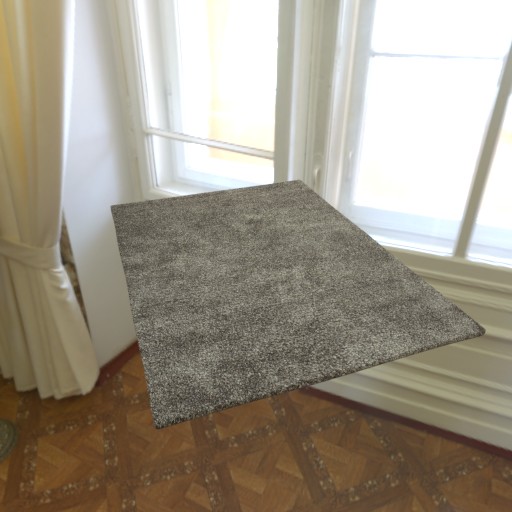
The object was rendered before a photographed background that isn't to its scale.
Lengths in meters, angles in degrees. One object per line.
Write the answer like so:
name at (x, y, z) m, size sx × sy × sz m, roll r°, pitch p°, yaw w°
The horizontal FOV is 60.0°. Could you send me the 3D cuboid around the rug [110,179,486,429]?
rug at (0.000, 0.000, 2.081) m, size 1.198 × 0.025 × 1.601 m, roll -11°, pitch 32°, yaw -17°
